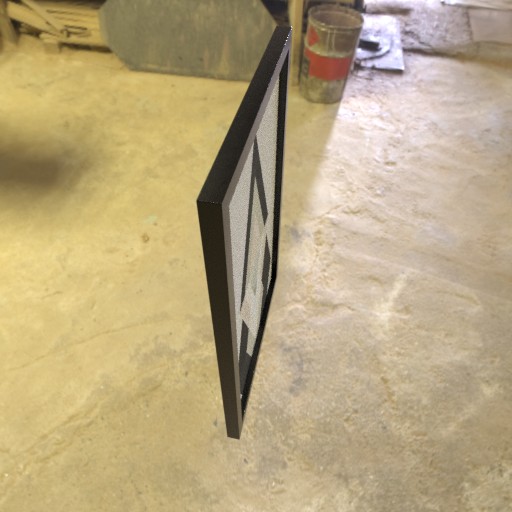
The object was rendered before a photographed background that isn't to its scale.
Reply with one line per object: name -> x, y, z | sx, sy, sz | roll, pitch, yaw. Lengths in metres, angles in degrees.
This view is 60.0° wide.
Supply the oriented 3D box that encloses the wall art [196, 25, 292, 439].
wall art -> 0.000, 0.000, 0.580 | 0.019, 0.455, 0.314 | 9, 49, 8
